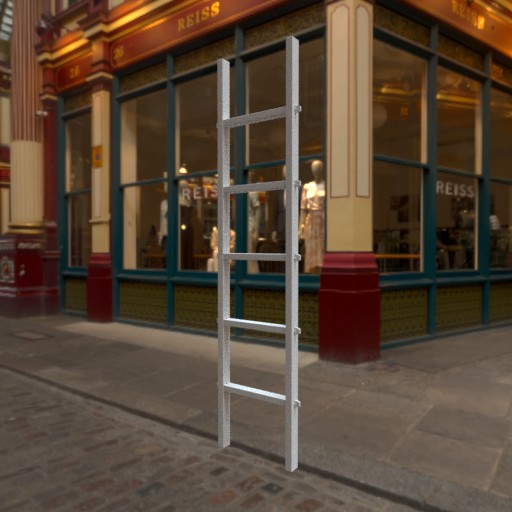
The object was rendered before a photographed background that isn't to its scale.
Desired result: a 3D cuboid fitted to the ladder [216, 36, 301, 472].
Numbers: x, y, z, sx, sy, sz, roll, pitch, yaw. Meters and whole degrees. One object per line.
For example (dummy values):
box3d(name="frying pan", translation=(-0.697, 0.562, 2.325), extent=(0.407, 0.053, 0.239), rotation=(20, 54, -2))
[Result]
box3d(name="ladder", translation=(0.000, 0.000, 1.963), extent=(0.452, 1.797, 0.051), rotation=(1, 2, 36))
